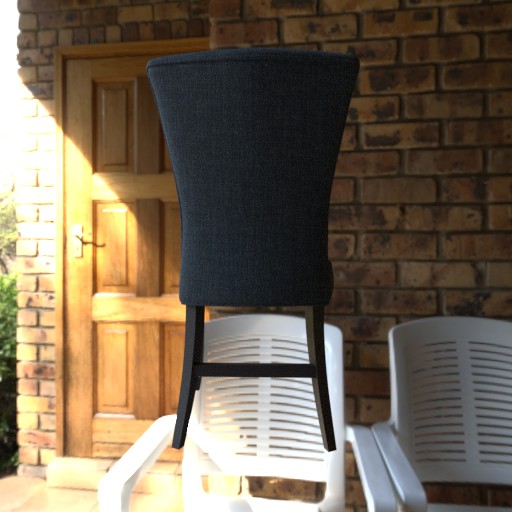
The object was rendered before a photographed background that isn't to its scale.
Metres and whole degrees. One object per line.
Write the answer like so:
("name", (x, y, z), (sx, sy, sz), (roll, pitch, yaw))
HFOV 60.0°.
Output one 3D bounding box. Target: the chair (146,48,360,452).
("chair", (0.000, 0.000, 1.331), (0.520, 0.991, 0.660), (0, 0, 2))
